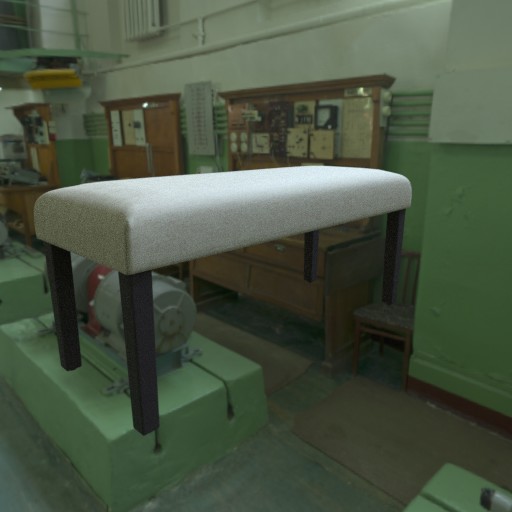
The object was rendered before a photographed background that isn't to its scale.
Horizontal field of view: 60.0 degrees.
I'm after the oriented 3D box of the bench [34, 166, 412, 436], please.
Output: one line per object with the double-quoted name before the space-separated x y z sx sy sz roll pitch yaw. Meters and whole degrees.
"bench" 0.000 0.000 1.241 0.407 0.456 1.013 14 21 43
